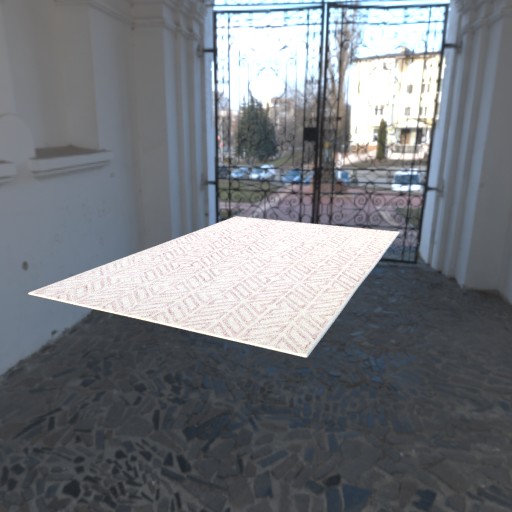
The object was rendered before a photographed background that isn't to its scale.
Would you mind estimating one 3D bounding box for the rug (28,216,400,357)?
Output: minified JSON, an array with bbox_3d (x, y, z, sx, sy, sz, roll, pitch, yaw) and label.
[{"bbox_3d":[0.000,0.000,2.374,1.220,0.007,1.828,8,18,25],"label":"rug"}]
